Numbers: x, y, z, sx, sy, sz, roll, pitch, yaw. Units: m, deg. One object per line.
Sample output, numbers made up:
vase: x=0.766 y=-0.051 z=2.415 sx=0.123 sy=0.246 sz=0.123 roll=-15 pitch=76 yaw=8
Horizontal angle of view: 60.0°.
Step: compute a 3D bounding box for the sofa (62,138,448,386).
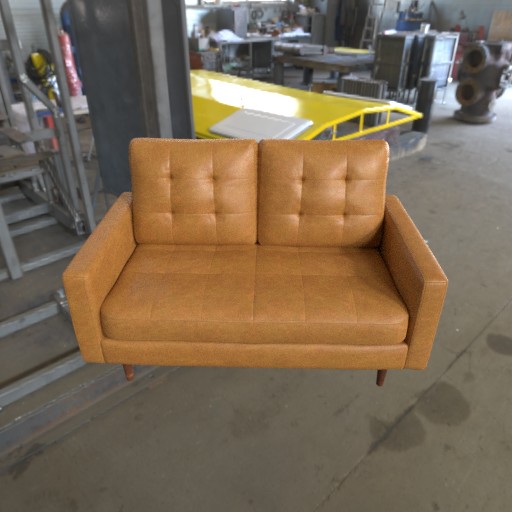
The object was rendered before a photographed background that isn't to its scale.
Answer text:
sofa: x=0.000 y=0.000 z=2.000 sx=1.430 sy=0.898 sz=0.868 roll=1 pitch=31 yaw=1
